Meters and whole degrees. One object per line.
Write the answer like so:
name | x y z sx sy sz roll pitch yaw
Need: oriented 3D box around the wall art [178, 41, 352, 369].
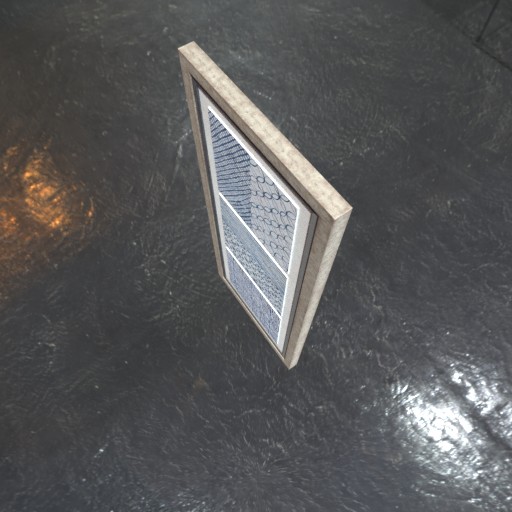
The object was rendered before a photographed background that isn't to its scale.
wall art | 0.000 0.000 1.715 0.051 1.461 0.648 -32 68 -15
